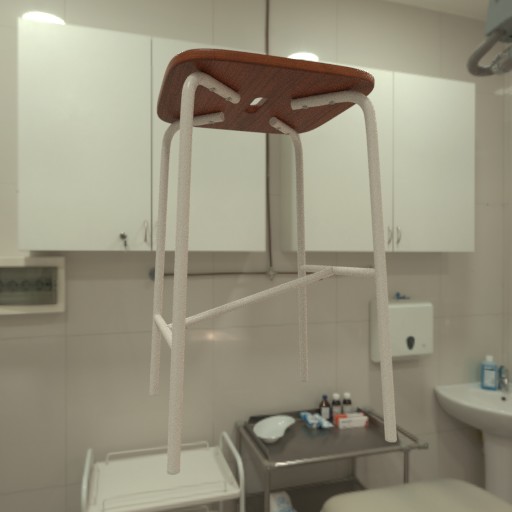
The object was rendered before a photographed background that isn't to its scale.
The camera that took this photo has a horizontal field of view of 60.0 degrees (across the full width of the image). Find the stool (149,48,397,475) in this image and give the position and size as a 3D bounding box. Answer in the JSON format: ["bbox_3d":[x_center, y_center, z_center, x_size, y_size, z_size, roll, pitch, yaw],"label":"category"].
[{"bbox_3d":[0.000,0.000,0.851,0.376,0.610,0.376,0,0,-17],"label":"stool"}]
